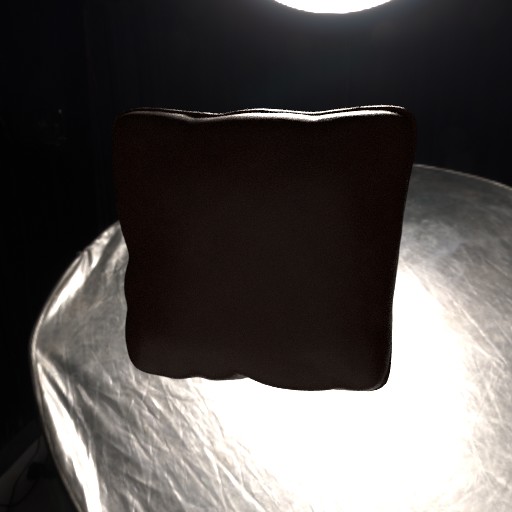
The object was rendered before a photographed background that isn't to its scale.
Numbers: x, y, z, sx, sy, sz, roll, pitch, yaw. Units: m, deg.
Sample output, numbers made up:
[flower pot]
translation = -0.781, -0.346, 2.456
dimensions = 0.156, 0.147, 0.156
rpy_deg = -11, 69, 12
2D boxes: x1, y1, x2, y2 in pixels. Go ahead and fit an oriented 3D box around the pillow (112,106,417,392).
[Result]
[pillow]
translation = 0.000, 0.000, 0.821
dimensions = 0.532, 0.523, 0.236
rpy_deg = 2, 16, 8
